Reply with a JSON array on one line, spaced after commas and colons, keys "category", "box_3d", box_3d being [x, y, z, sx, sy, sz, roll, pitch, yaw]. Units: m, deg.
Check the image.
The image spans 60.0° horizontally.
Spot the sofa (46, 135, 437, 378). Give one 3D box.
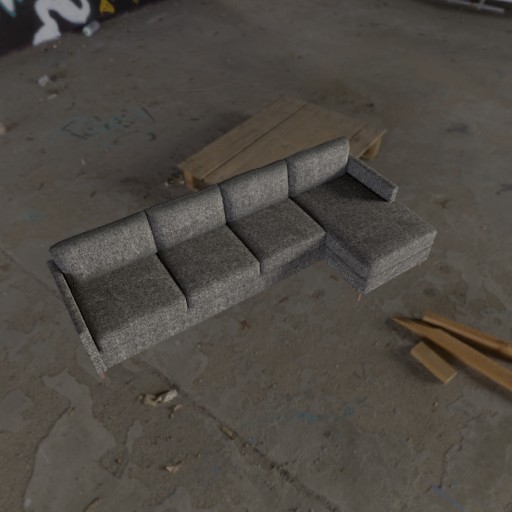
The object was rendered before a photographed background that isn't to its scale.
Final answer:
[{"category": "sofa", "box_3d": [0.000, 0.000, 4.215, 3.384, 0.970, 1.488, -25, 51, -22]}]
